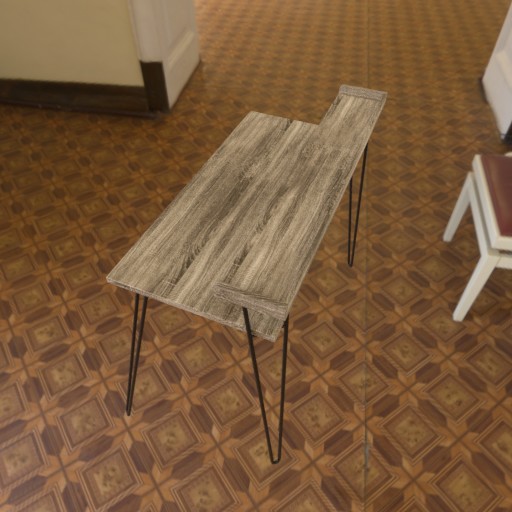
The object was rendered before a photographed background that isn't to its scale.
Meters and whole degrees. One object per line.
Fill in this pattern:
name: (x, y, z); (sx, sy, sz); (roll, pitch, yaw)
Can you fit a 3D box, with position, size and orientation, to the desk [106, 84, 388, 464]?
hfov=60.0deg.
desk: (0.000, 0.000, 1.627); (0.605, 0.899, 1.135); (17, 49, 16)
